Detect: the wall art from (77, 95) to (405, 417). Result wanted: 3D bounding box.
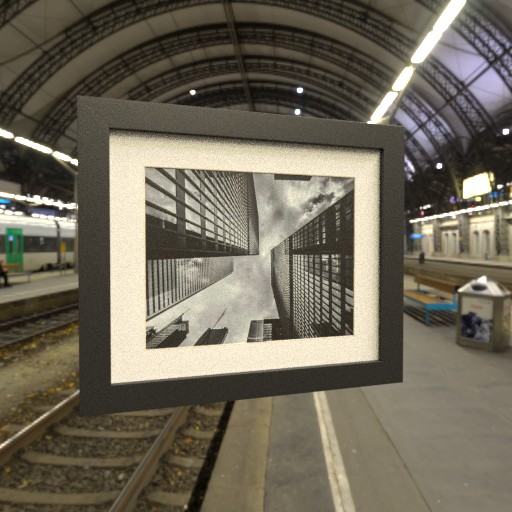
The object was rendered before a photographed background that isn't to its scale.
[{"bbox_3d":[0.000,0.000,0.513,0.381,0.321,0.028,0,1,-17],"label":"wall art"}]
